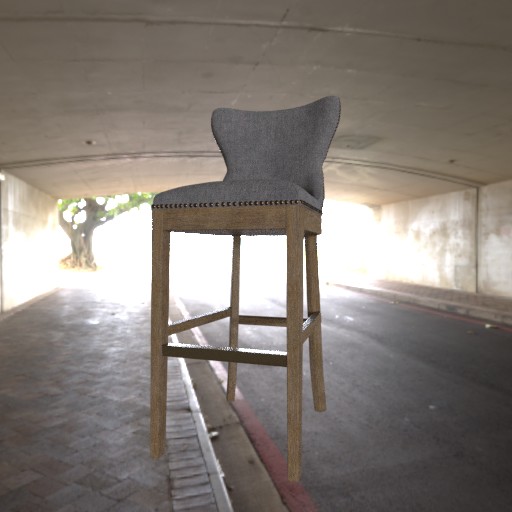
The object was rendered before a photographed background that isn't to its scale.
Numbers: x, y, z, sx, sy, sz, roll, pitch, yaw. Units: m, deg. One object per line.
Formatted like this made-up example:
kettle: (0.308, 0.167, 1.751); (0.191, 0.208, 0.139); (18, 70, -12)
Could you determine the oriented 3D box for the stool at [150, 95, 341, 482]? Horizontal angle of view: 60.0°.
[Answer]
stool: (0.000, 0.000, 1.447); (0.494, 1.123, 0.606); (0, 1, 19)
